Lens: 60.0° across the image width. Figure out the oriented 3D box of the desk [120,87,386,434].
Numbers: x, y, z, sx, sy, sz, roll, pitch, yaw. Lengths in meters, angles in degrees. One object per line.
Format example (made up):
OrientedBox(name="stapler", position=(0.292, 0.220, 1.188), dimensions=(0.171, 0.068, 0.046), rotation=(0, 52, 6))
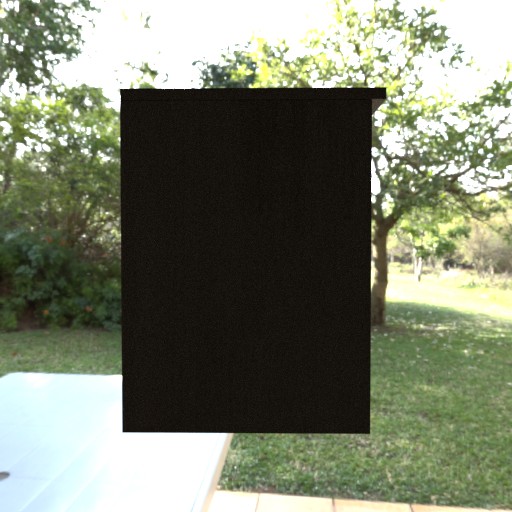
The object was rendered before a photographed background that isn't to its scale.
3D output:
OrientedBox(name="desk", position=(0.000, 0.000, 1.484), dimensions=(0.557, 0.729, 1.099), rotation=(0, 1, 1))
